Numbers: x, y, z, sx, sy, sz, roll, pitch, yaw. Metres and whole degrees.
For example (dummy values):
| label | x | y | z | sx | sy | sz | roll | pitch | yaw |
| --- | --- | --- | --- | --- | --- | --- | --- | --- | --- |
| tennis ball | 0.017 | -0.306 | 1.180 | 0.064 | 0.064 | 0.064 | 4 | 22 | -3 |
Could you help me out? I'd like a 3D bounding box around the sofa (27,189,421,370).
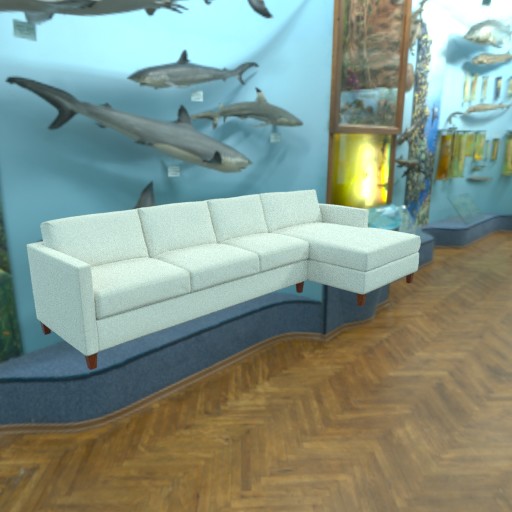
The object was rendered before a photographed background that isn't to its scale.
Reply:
| label | x | y | z | sx | sy | sz | roll | pitch | yaw |
| --- | --- | --- | --- | --- | --- | --- | --- | --- | --- |
| sofa | 0.000 | 0.000 | 4.117 | 1.606 | 0.954 | 3.471 | 14 | 20 | 43 |
